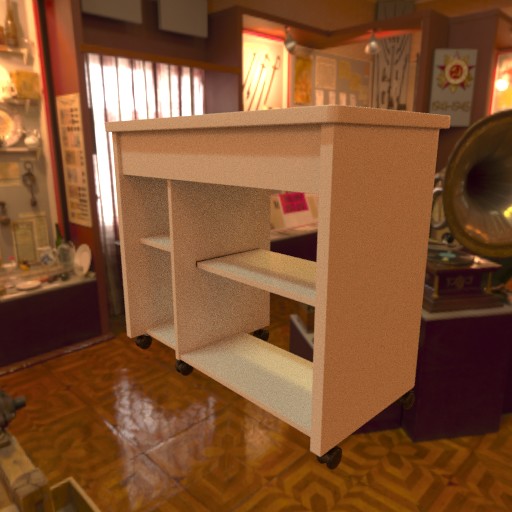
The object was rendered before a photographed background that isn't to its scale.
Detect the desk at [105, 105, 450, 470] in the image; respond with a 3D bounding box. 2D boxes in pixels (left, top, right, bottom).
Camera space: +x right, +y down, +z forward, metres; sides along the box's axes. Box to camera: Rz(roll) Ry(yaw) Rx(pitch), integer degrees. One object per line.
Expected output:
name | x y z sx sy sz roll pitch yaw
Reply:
desk | 0.000 0.000 1.295 0.475 0.763 0.877 -13 19 -42
